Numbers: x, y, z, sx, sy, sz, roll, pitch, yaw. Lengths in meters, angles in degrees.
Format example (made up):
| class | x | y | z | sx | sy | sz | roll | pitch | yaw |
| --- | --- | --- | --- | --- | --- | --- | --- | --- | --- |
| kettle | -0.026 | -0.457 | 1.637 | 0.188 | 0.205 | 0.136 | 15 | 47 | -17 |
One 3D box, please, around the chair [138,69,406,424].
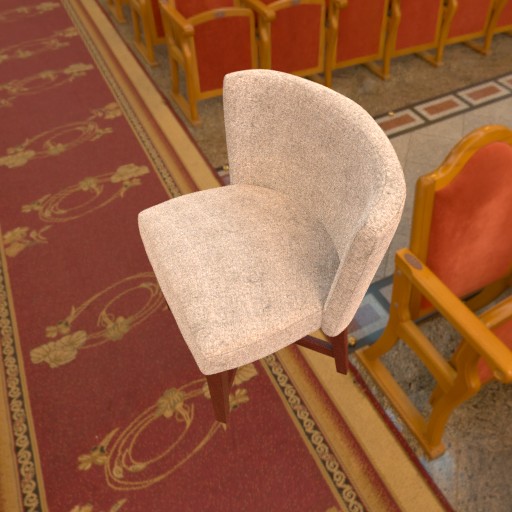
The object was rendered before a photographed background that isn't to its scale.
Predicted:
| class | x | y | z | sx | sy | sz | roll | pitch | yaw |
| --- | --- | --- | --- | --- | --- | --- | --- | --- | --- |
| chair | 0.000 | 0.000 | 1.301 | 0.575 | 0.827 | 0.728 | -20 | 50 | -17 |
